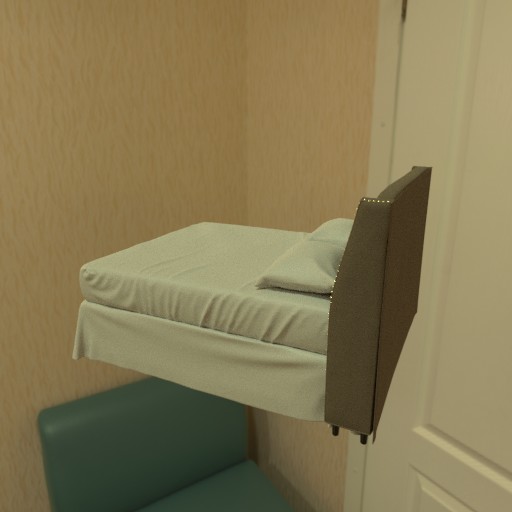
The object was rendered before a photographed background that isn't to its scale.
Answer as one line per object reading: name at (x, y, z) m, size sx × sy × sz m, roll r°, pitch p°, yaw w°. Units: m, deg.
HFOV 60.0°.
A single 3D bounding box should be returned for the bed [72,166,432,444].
bed at (0.000, 0.000, 3.414) m, size 2.276 × 1.332 × 1.925 m, roll 8°, pitch 18°, yaw 25°
